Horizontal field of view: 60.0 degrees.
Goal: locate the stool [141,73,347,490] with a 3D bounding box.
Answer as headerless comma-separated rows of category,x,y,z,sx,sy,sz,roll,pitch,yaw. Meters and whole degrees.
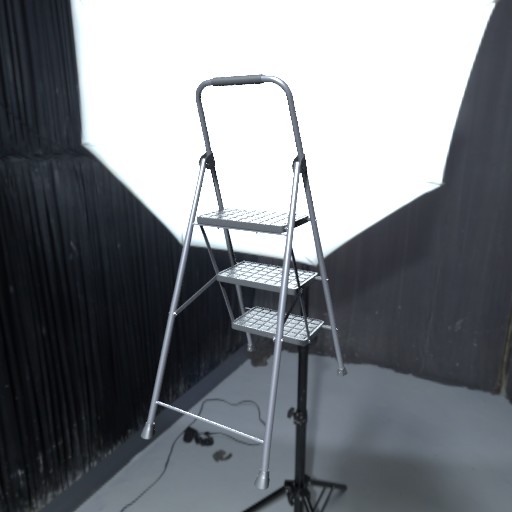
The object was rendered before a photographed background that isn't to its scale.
stool,0.000,0.000,1.502,0.473,1.121,0.733,9,18,28
